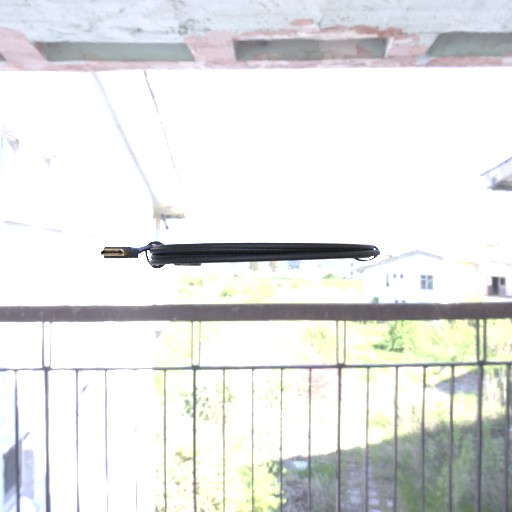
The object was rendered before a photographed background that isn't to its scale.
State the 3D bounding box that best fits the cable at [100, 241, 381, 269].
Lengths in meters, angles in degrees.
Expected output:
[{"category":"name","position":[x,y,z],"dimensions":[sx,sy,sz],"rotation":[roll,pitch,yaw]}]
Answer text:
[{"category":"cable","position":[0.000,0.000,0.519],"dimensions":[0.257,0.030,0.422],"rotation":[0,0,-1]}]
